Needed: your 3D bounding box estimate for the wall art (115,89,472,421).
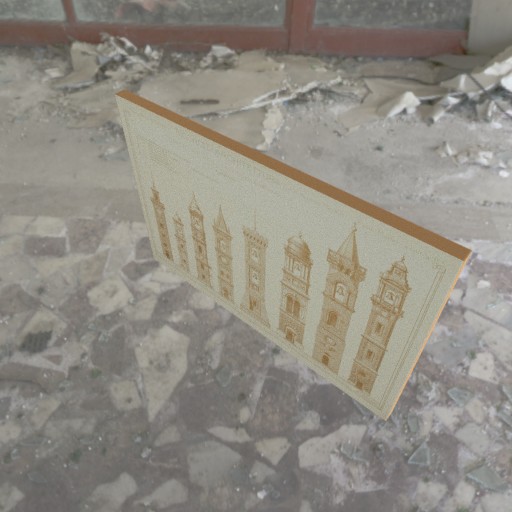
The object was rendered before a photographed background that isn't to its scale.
[{"bbox_3d":[0.000,0.000,1.154,0.915,0.608,0.033,31,53,27],"label":"wall art"}]
